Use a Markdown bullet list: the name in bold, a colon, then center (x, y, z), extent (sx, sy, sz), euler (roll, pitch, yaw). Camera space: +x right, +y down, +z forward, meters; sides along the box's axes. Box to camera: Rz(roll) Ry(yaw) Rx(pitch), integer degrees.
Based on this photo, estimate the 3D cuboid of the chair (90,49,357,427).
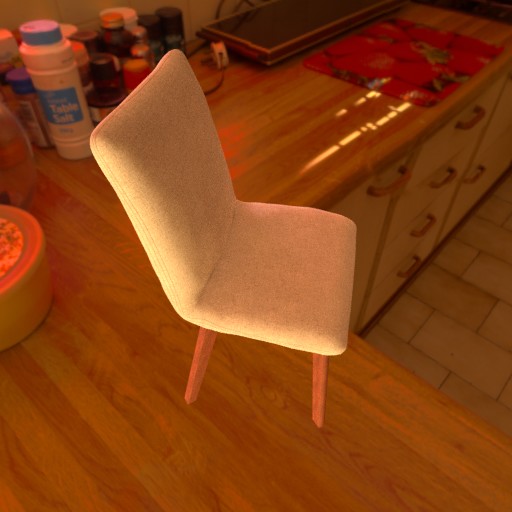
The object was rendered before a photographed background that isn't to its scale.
- **chair**: center (0.000, 0.000, 1.272), extent (0.563, 0.974, 0.522), euler (9, 46, 8)
